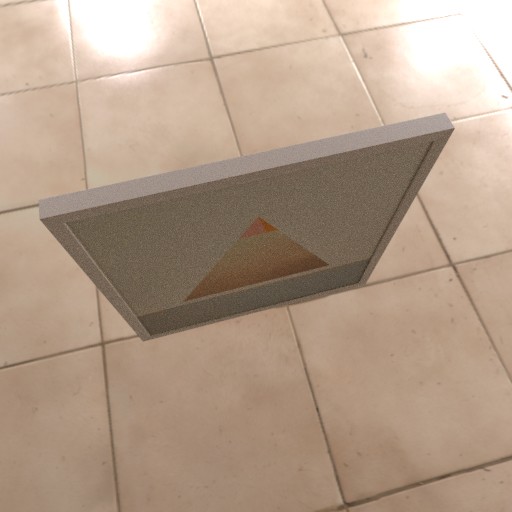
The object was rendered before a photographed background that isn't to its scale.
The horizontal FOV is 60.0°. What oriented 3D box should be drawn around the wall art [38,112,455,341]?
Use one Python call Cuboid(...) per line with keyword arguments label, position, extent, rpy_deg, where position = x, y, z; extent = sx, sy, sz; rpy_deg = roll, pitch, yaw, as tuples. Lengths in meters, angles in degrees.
Cuboid(label="wall art", position=(0.000, 0.000, 1.144), extent=(0.768, 0.765, 0.041), rpy_deg=(-14, 65, -7))
